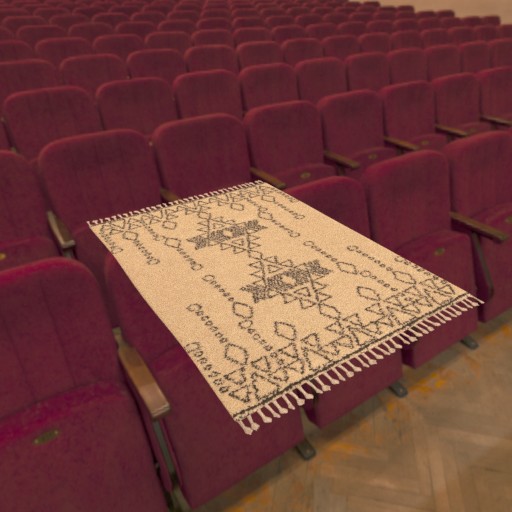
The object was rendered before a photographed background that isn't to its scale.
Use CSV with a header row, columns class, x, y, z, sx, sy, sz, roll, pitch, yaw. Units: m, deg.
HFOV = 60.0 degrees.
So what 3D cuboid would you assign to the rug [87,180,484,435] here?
class,x,y,z,sx,sy,sz,roll,pitch,yaw
rug,0.000,0.000,3.905,2.125,0.028,3.027,-19,36,-28
